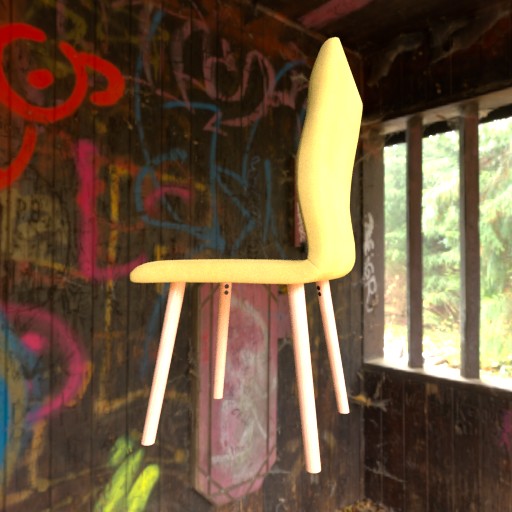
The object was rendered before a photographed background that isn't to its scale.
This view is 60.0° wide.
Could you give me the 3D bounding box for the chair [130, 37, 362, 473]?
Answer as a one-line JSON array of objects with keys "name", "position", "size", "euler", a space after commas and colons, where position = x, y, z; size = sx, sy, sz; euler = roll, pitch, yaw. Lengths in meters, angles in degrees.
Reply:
[{"name": "chair", "position": [0.000, 0.000, 1.266], "size": [0.550, 0.965, 0.450], "euler": [0, -1, 20]}]
